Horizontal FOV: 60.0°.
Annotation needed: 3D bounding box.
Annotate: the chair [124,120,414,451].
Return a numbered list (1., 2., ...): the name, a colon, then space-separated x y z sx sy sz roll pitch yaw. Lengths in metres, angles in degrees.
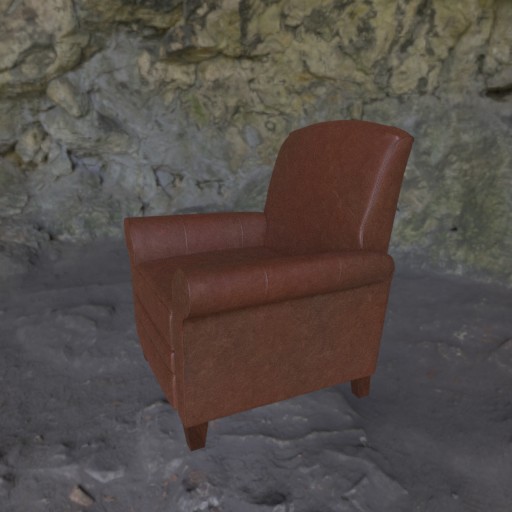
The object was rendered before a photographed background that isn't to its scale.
1. chair: 0.000 0.000 1.797 0.902 1.061 0.978 -8 18 -25
